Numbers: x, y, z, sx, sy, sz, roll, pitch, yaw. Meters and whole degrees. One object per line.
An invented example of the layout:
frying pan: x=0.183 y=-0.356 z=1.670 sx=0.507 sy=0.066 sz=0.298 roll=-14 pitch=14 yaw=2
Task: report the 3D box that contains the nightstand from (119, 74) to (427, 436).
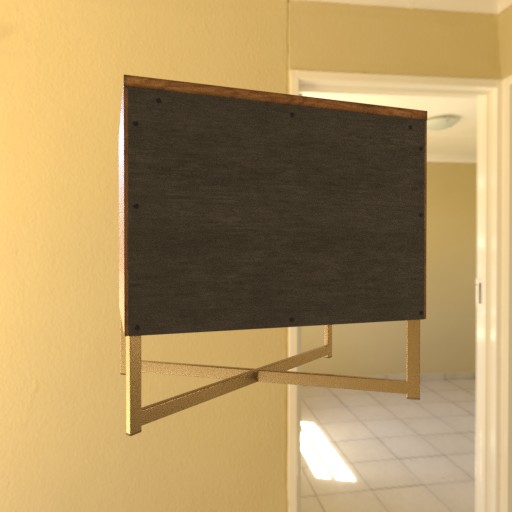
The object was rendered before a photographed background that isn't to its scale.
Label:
nightstand: x=0.000 y=0.000 z=1.045 sx=0.610 sy=0.610 sz=0.446 roll=0 pitch=1 yaw=-18
